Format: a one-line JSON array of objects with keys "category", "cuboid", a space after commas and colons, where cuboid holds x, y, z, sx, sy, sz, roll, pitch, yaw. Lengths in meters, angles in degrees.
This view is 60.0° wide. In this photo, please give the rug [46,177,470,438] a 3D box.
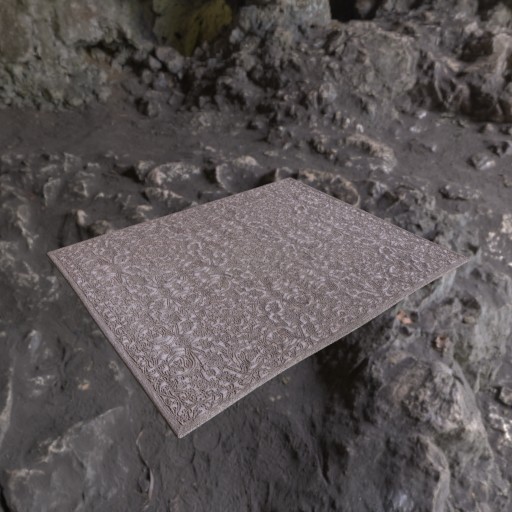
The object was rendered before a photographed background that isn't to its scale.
[{"category": "rug", "cuboid": [0.000, 0.000, 4.049, 3.017, 0.035, 2.472, -22, 38, -31]}]
